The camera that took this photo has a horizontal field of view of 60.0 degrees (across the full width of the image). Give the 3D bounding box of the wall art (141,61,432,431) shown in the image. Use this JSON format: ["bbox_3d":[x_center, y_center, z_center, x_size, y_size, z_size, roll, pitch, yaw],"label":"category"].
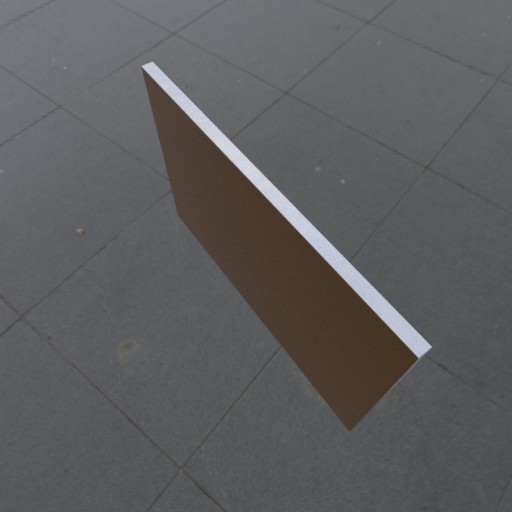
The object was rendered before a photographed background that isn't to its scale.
[{"bbox_3d":[0.000,0.000,1.449,0.041,0.762,1.145,-32,63,-18],"label":"wall art"}]
